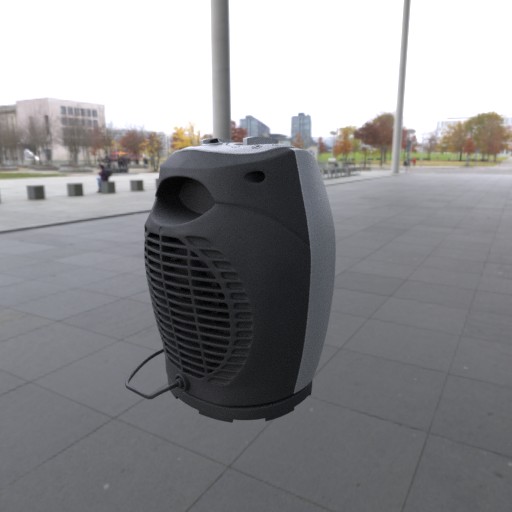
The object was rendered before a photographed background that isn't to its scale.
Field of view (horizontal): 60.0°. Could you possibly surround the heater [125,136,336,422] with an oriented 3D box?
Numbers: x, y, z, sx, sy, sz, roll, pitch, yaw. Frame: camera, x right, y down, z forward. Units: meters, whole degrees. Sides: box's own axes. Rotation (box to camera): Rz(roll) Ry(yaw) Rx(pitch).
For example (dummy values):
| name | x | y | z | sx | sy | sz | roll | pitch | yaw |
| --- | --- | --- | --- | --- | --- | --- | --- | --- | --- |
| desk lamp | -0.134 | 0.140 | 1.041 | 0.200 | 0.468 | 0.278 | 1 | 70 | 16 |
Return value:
| name | x | y | z | sx | sy | sz | roll | pitch | yaw |
| --- | --- | --- | --- | --- | --- | --- | --- | --- | --- |
| heater | 0.000 | 0.000 | 0.501 | 0.291 | 0.255 | 0.239 | -12 | 17 | -43 |
